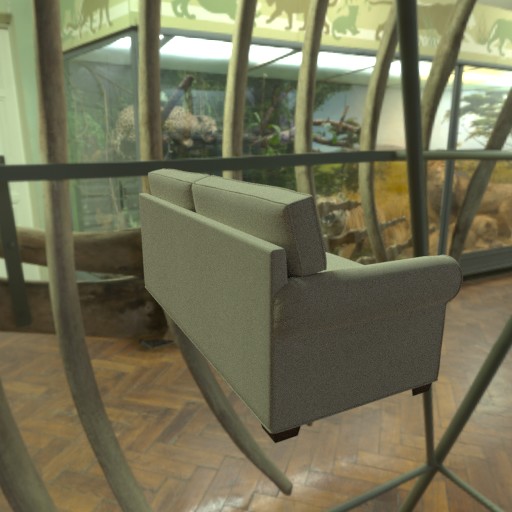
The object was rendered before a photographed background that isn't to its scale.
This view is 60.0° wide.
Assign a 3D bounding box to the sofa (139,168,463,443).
[{"bbox_3d":[0.000,0.000,2.619,0.901,0.962,2.146,-7,16,-26],"label":"sofa"}]
